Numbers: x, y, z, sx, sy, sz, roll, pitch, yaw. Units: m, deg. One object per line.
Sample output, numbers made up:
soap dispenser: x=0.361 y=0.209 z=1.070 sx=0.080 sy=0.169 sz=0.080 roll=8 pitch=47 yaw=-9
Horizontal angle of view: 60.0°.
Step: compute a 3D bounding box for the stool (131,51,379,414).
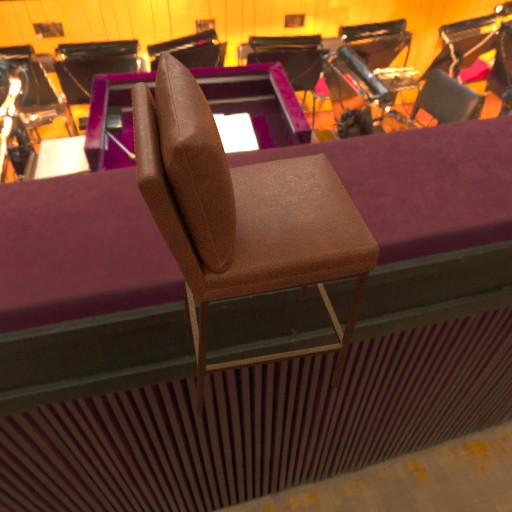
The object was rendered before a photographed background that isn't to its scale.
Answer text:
stool: x=0.000 y=0.000 z=1.397 sx=0.571 sy=1.124 sz=0.463 roll=-9 pitch=47 yaw=-9
